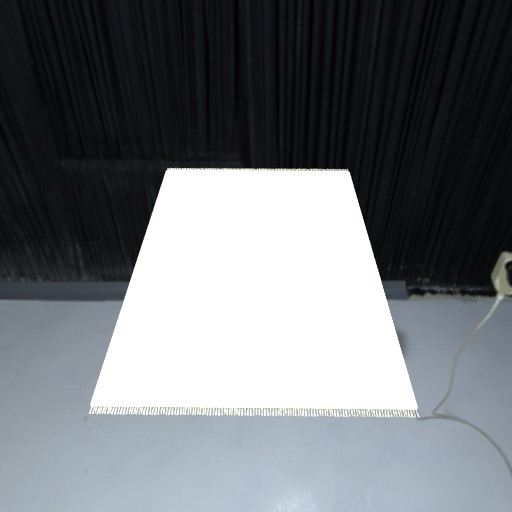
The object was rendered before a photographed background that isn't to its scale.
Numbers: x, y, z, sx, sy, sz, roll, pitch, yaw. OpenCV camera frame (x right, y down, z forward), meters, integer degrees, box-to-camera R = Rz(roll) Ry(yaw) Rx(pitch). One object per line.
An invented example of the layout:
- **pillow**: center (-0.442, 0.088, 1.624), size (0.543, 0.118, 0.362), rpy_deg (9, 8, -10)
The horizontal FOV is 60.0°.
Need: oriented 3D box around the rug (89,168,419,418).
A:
- **rug**: center (0.000, 0.000, 2.864), size (1.514, 0.011, 2.233), rpy_deg (0, 41, 0)
